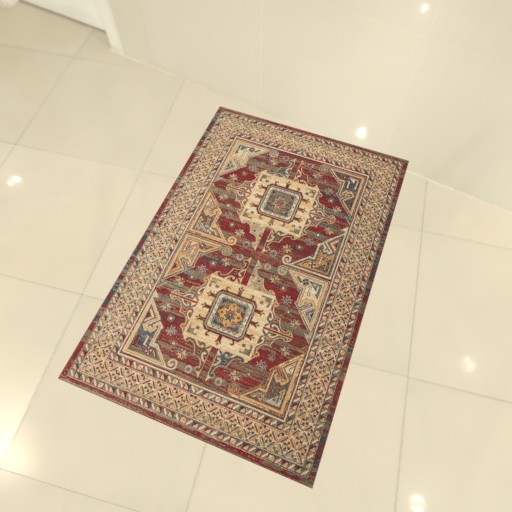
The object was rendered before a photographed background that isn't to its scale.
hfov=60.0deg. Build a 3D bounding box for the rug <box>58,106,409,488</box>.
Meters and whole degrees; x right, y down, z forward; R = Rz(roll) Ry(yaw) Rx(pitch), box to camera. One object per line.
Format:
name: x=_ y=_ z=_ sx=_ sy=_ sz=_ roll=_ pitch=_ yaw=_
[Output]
rug: x=0.000 y=0.000 z=5.777 sx=3.033 sy=0.033 sz=4.578 roll=19 pitch=64 yaw=10
